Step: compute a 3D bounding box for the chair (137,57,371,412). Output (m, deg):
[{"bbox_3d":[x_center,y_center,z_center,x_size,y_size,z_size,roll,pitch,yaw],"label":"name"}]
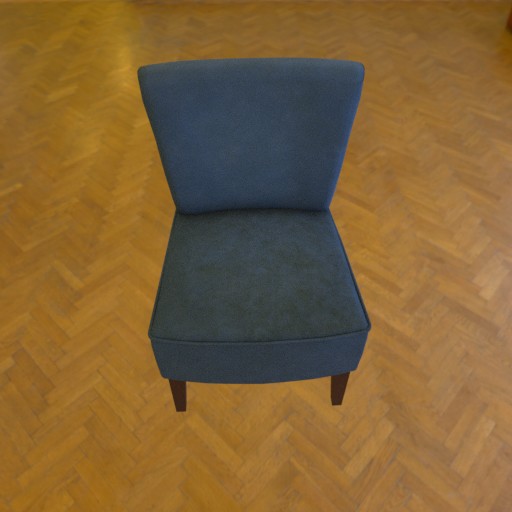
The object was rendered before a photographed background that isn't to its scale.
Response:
[{"bbox_3d":[0.000,0.000,1.149,0.521,0.806,0.551,-2,46,-2],"label":"chair"}]
